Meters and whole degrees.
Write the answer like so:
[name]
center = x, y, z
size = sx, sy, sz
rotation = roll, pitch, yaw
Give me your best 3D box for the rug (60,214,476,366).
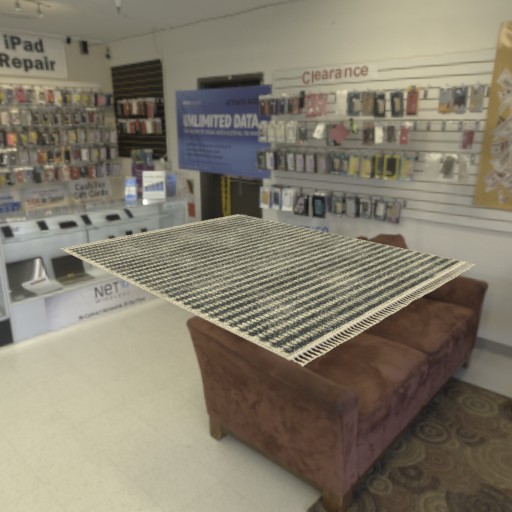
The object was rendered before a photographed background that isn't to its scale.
[rug]
center = 0.000, 0.000, 3.885
size = 2.256, 0.013, 2.910
rotation = -16, 23, -42
